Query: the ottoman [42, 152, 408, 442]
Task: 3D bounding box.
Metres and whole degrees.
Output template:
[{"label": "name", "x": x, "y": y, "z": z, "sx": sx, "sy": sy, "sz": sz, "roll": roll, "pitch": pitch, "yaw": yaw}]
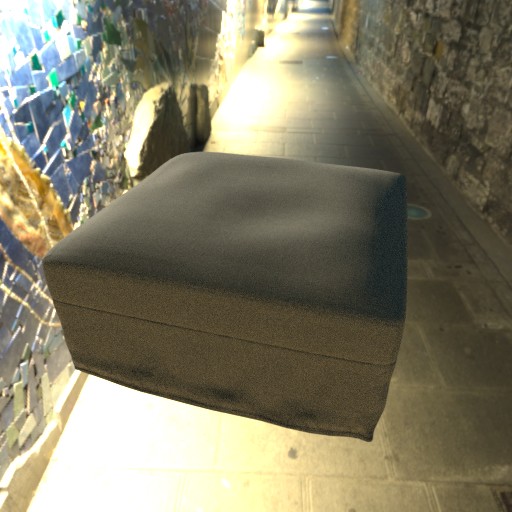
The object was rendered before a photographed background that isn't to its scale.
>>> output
[{"label": "ottoman", "x": 0.000, "y": 0.000, "z": 1.345, "sx": 0.840, "sy": 0.436, "sz": 0.843, "roll": 9, "pitch": 32, "yaw": 14}]
